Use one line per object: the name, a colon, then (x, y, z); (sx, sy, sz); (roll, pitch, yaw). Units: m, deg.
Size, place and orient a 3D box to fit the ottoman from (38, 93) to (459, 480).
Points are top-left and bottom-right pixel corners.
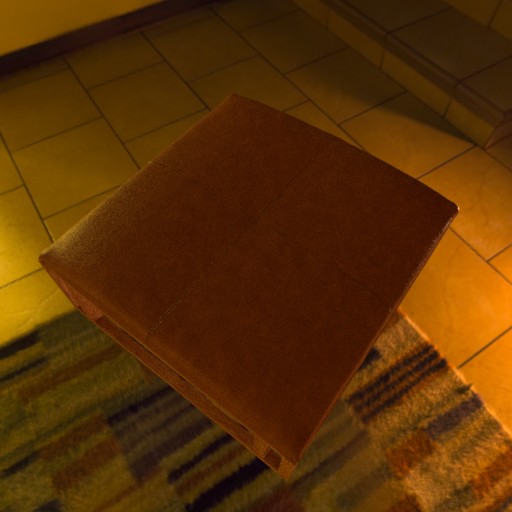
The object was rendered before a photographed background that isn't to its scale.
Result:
ottoman: (0.000, 0.000, 1.601); (1.013, 0.442, 1.016); (32, 63, 19)
